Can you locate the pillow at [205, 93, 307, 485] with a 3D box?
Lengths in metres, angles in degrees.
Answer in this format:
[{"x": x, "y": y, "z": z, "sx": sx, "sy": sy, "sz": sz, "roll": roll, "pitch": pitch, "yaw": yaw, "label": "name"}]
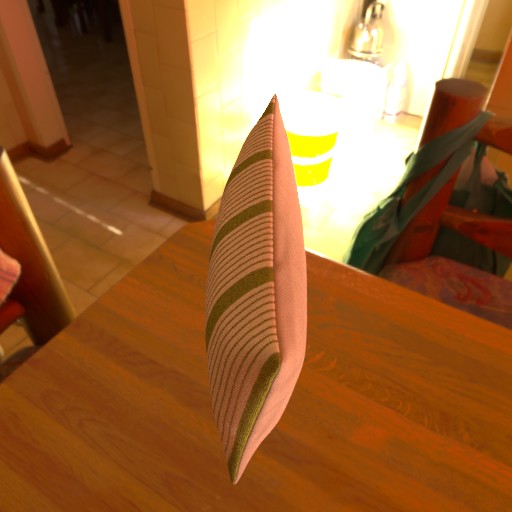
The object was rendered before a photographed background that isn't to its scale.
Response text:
[{"x": 0.000, "y": 0.000, "z": 0.727, "sx": 0.156, "sy": 0.292, "sz": 0.608, "roll": 1, "pitch": 43, "yaw": 1, "label": "pillow"}]
